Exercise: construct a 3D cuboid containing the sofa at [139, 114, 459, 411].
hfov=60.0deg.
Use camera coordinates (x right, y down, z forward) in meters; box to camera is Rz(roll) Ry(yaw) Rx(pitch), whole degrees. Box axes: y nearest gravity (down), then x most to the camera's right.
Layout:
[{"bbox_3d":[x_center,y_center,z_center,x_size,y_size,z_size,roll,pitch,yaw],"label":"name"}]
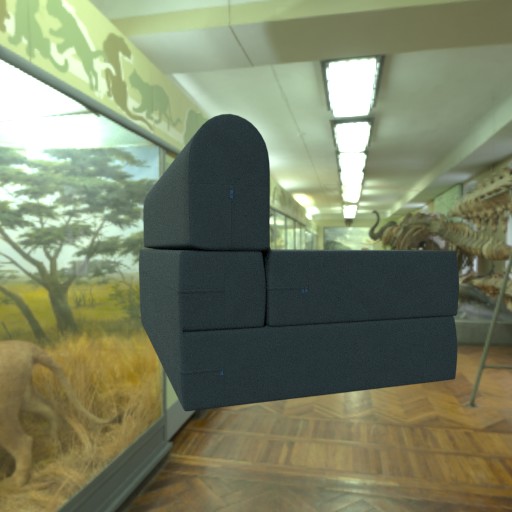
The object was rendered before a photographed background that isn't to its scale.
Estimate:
[{"bbox_3d":[0.000,0.000,1.645,0.762,0.660,1.219,0,1,-19],"label":"sofa"}]
